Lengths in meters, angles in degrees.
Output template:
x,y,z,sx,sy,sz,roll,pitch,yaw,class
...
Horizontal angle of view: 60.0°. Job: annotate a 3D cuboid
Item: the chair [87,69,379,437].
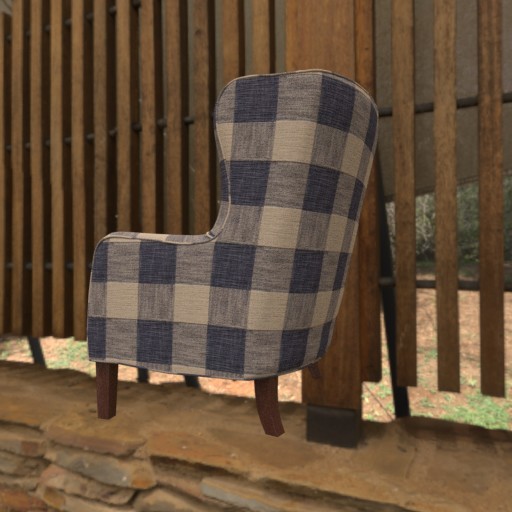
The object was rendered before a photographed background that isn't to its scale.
x,y,z,sx,sy,sz,roll,pitch,yaw,class
0.000,0.000,1.661,0.889,1.041,0.830,0,-1,18,chair
